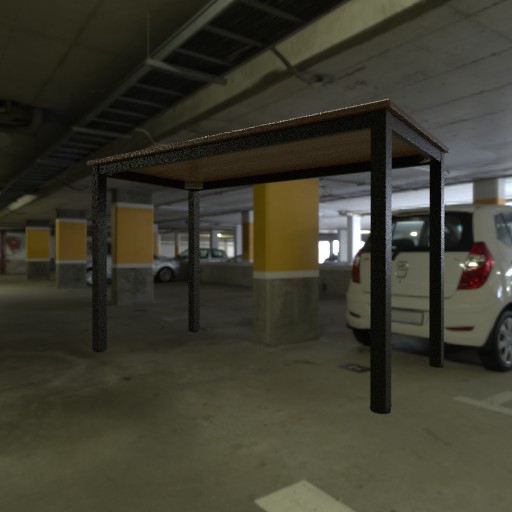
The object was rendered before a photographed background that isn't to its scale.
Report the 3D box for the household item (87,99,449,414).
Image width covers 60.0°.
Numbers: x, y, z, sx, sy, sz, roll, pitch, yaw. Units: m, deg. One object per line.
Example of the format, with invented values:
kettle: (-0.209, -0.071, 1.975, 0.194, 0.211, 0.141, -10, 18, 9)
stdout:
household item: (0.000, 0.000, 1.630, 1.200, 0.750, 0.600, 0, 0, 36)
